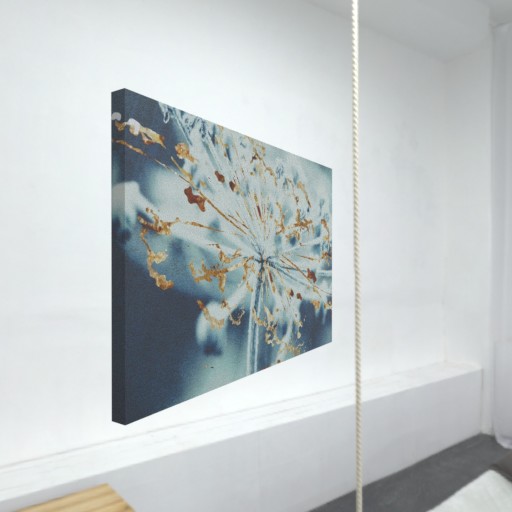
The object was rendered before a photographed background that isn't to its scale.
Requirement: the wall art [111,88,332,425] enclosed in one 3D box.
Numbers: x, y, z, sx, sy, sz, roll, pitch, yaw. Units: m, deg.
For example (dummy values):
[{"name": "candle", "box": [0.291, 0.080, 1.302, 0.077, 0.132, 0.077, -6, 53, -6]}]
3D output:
[{"name": "wall art", "box": [0.000, 0.000, 1.189, 0.038, 0.608, 0.912, 0, 0, 34]}]
